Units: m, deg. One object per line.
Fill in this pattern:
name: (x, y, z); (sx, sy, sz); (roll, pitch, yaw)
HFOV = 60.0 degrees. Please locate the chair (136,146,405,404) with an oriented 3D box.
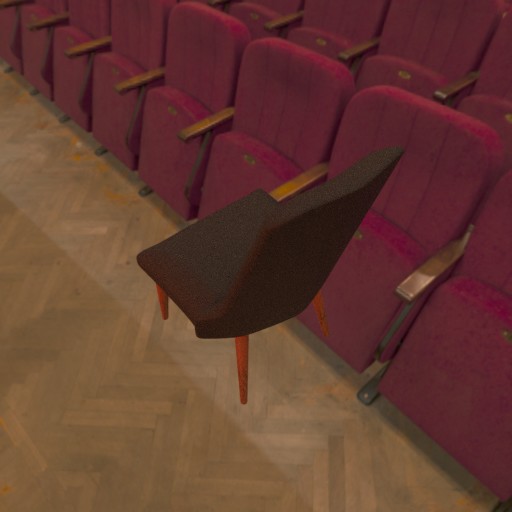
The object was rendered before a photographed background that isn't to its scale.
chair: (0.000, 0.000, 1.200); (0.504, 0.820, 0.567); (-32, 55, -26)
